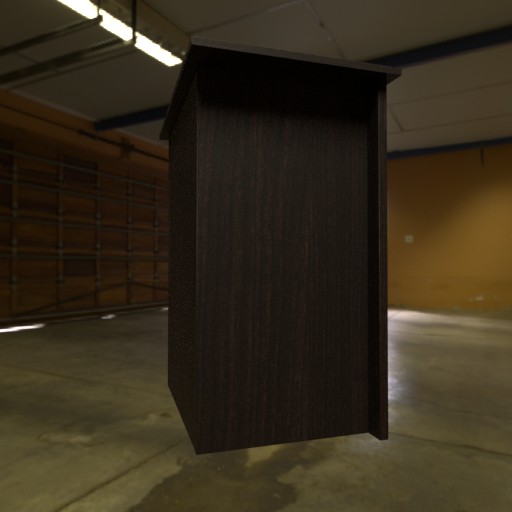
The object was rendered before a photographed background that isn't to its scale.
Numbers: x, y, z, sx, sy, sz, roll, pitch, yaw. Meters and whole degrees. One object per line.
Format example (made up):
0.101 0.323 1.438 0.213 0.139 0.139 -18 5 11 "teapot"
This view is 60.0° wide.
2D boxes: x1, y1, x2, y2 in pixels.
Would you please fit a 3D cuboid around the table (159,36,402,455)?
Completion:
0.000 0.000 1.064 0.406 0.711 0.591 0 -1 -17 "table"
